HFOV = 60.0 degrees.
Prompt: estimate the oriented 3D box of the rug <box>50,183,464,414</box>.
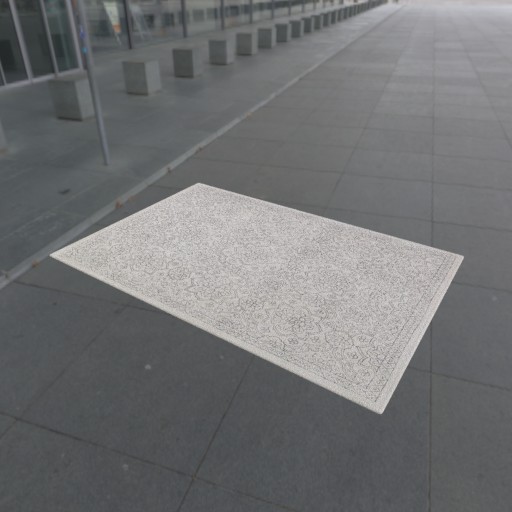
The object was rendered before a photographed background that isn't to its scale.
[{"bbox_3d":[0.000,0.000,2.928,2.286,0.011,1.524,19,36,29],"label":"rug"}]
